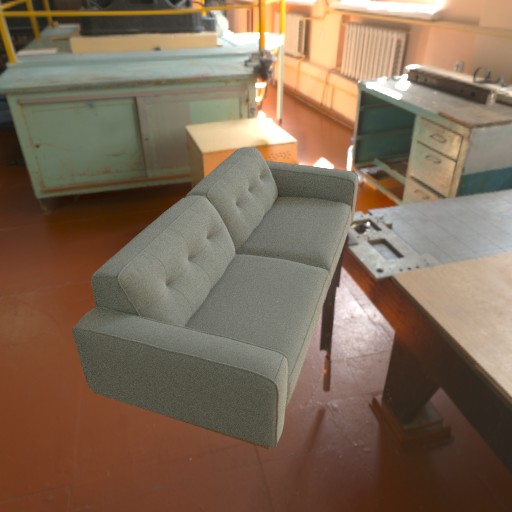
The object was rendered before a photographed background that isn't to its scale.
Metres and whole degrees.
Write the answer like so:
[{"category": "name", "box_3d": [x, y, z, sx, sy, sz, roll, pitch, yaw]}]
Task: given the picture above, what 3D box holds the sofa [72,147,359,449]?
[{"category": "sofa", "box_3d": [0.000, 0.000, 2.771, 0.956, 0.781, 2.270, 10, 33, 16]}]
